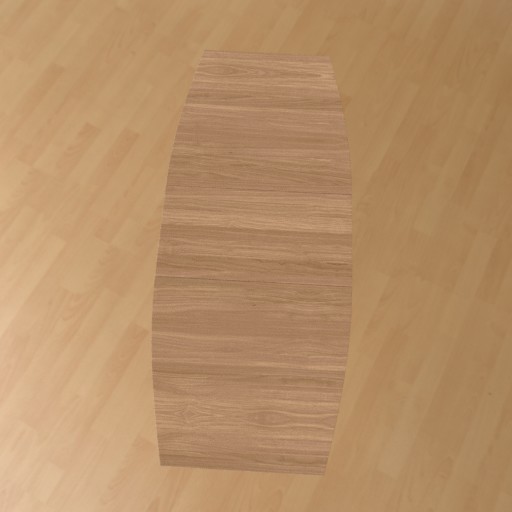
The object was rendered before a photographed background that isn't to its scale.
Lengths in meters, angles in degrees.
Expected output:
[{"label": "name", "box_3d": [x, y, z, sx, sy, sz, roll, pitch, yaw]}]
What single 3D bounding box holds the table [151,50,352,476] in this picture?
[{"label": "table", "box_3d": [0.000, 0.000, 2.438, 0.900, 0.750, 2.032, 3, 74, 1]}]
